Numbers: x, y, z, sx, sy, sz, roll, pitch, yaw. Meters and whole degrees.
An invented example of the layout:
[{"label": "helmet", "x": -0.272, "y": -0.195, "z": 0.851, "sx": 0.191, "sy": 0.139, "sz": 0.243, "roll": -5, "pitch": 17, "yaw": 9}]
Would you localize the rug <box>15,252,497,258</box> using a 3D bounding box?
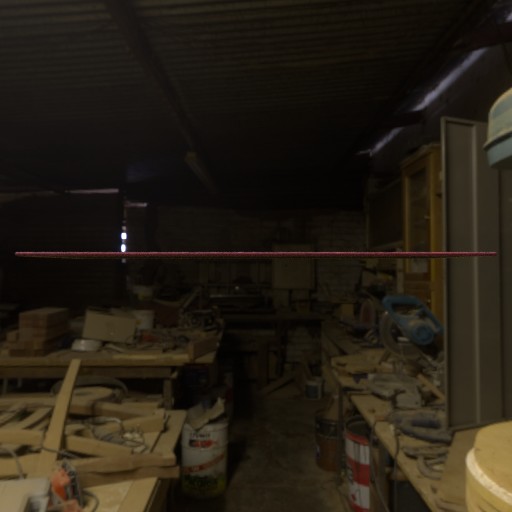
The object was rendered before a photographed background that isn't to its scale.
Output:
[{"label": "rug", "x": 0.000, "y": 0.000, "z": 2.642, "sx": 2.439, "sy": 0.018, "sz": 0.813, "roll": 0, "pitch": -1, "yaw": 0}]
